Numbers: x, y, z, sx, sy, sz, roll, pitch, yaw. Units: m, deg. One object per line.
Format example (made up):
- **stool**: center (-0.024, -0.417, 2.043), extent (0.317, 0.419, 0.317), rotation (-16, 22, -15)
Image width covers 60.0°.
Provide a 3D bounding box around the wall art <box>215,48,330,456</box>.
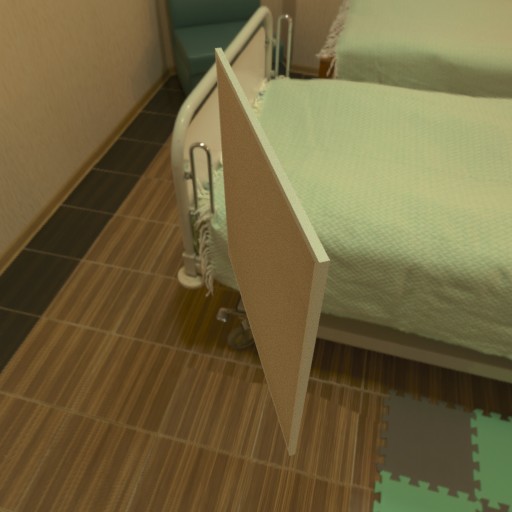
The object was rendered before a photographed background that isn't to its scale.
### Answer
- **wall art**: center (0.000, 0.000, 0.844), extent (0.012, 0.557, 0.557), rotation (-11, 48, -10)
